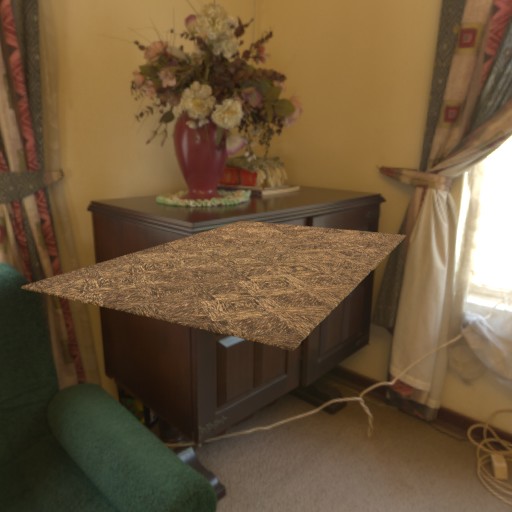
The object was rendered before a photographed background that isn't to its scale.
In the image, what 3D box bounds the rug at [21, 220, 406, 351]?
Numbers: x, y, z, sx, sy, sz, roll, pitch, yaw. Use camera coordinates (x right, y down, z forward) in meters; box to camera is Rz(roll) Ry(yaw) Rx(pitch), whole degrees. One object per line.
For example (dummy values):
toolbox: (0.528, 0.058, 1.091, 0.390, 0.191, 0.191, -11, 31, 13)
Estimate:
rug: (0.000, 0.000, 2.271, 1.189, 0.011, 1.808, 7, 16, 27)
